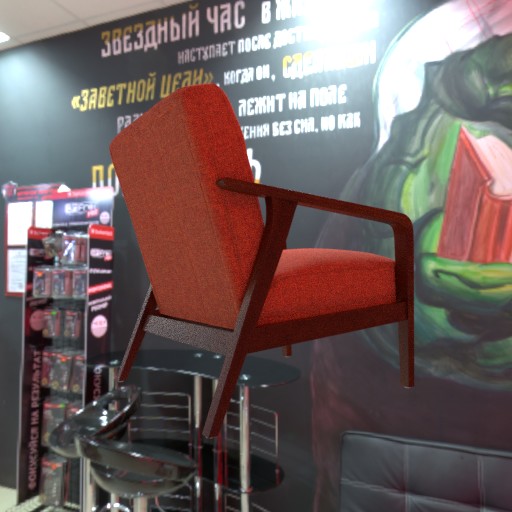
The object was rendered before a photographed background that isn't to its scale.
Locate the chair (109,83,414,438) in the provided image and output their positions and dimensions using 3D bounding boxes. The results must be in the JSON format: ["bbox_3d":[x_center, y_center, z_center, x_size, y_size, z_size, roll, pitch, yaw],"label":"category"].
[{"bbox_3d":[0.000,0.000,1.536,0.860,0.890,0.719,1,-2,-35],"label":"chair"}]
